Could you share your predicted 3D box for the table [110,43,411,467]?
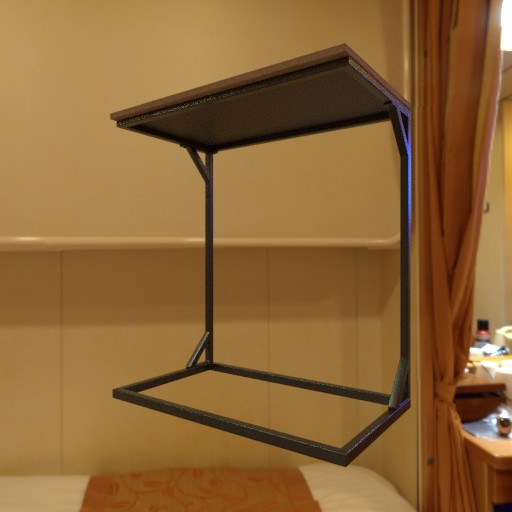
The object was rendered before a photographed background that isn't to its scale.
[{"bbox_3d":[0.000,0.000,1.015,0.597,0.673,0.351,0,0,36],"label":"table"}]
